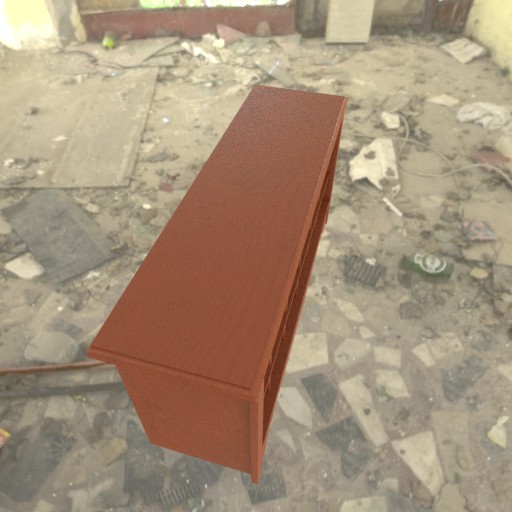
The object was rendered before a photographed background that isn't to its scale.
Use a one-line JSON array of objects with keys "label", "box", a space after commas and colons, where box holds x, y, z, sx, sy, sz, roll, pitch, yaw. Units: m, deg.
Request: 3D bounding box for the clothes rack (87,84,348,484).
[{"label": "clothes rack", "box": [0.000, 0.000, 1.494, 0.362, 0.594, 1.251, 12, 48, 11]}]
